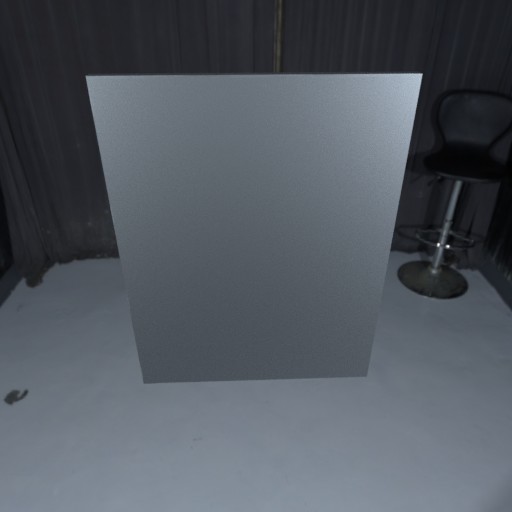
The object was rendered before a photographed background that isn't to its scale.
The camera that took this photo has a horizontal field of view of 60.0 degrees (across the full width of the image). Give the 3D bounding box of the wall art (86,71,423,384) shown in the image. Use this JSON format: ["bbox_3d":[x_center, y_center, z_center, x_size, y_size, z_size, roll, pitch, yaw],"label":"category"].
[{"bbox_3d":[0.000,0.000,1.358,0.816,1.046,0.030,-1,31,-2],"label":"wall art"}]
